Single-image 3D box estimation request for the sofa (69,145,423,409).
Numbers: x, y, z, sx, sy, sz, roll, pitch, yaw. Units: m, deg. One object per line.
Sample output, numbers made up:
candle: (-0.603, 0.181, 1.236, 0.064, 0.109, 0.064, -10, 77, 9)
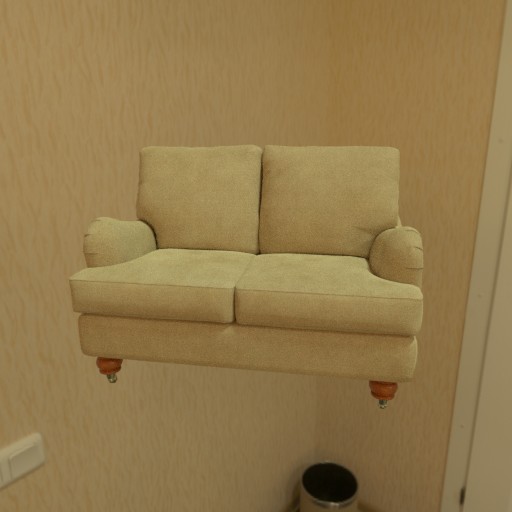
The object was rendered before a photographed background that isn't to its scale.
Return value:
sofa: (0.000, 0.000, 2.251, 1.498, 1.087, 1.086, 3, 15, 9)
